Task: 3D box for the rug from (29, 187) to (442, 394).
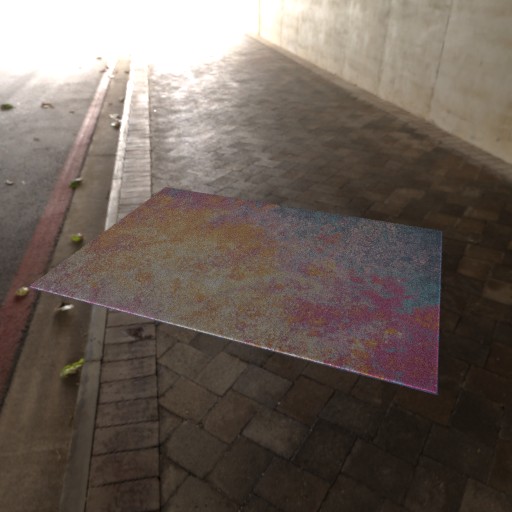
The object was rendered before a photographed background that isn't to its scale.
[{"bbox_3d":[0.000,0.000,3.680,2.896,0.013,2.007,11,34,17],"label":"rug"}]
